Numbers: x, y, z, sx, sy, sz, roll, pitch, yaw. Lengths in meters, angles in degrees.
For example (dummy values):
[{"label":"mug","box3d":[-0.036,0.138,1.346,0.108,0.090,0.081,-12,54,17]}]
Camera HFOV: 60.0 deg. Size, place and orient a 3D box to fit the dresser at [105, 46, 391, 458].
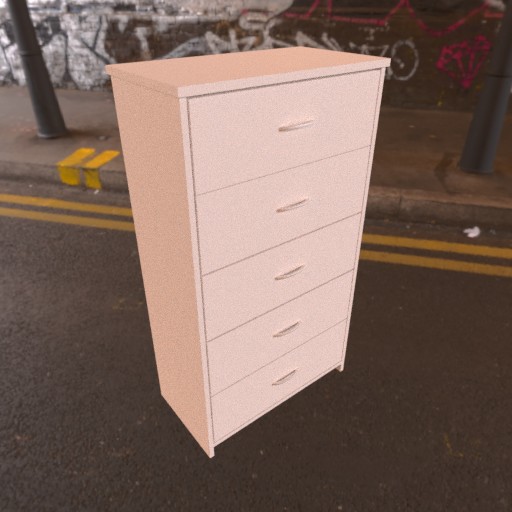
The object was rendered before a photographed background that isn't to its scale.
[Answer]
[{"label":"dresser","box3d":[0.000,0.000,1.550,0.704,1.255,0.399,-22,38,-32]}]
